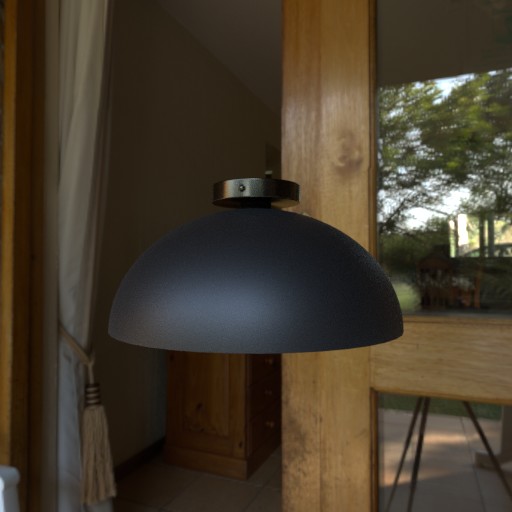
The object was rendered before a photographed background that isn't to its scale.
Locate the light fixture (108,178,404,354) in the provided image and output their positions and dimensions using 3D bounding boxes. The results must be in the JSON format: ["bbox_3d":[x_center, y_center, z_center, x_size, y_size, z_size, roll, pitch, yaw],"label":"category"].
[{"bbox_3d":[0.000,0.000,0.563,0.355,0.177,0.355,0,-1,0],"label":"light fixture"}]
